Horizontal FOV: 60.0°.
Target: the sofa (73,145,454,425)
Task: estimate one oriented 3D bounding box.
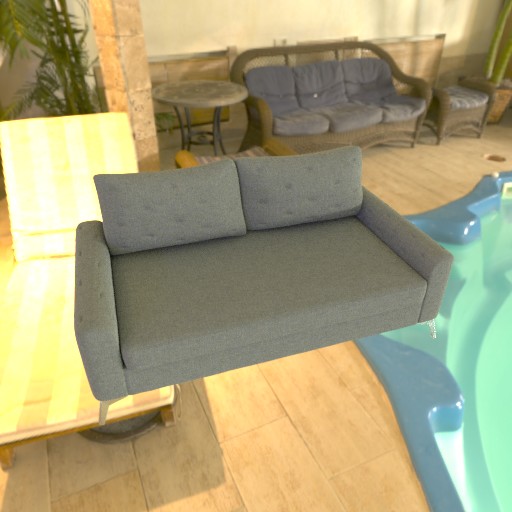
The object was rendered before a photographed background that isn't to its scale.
[{"bbox_3d":[0.000,0.000,2.155,1.650,0.790,0.920,-10,34,-15],"label":"sofa"}]
